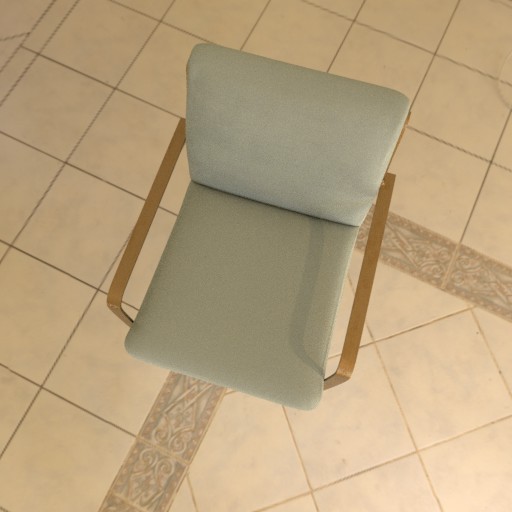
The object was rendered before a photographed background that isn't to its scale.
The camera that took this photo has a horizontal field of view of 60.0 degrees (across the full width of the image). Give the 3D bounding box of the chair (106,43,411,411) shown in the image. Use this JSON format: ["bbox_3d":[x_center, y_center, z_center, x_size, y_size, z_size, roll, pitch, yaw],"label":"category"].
[{"bbox_3d":[0.000,0.000,1.434,0.701,0.824,0.842,16,76,4],"label":"chair"}]
